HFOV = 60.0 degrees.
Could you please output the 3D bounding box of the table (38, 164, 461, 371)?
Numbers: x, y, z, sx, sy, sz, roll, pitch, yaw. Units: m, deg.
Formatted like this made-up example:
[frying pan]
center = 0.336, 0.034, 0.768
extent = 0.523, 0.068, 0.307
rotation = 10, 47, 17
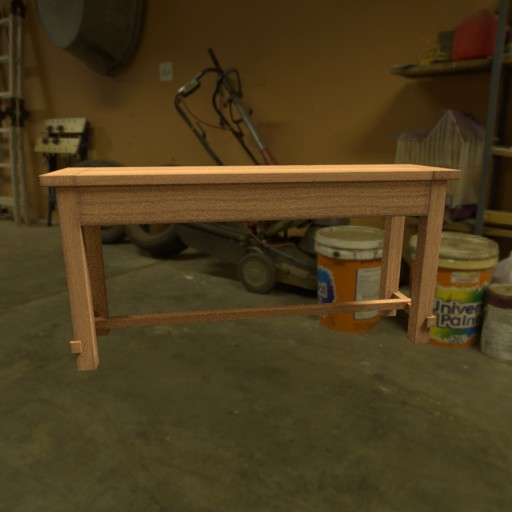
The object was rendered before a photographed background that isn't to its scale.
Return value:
[table]
center = 0.000, 0.000, 1.964
extent = 1.599, 0.762, 0.442
rotation = -2, 15, -9
